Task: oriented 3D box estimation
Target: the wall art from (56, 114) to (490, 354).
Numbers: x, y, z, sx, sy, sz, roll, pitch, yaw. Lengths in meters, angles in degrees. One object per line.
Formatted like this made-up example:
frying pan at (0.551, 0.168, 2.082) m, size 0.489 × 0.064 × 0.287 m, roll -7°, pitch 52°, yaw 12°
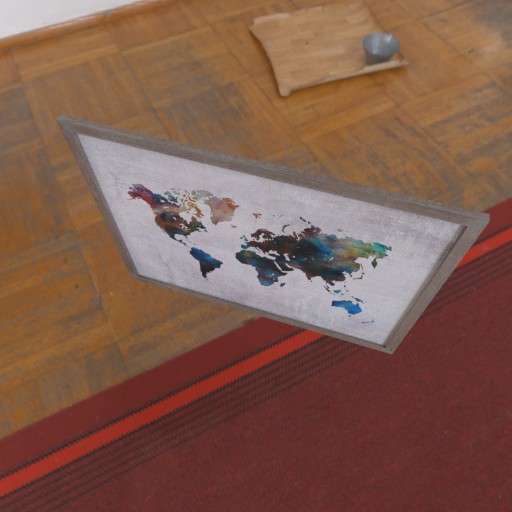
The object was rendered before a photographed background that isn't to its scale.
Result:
wall art at (0.000, 0.000, 1.323) m, size 1.012 × 0.774 × 0.019 m, roll 15°, pitch 59°, yaw 9°
